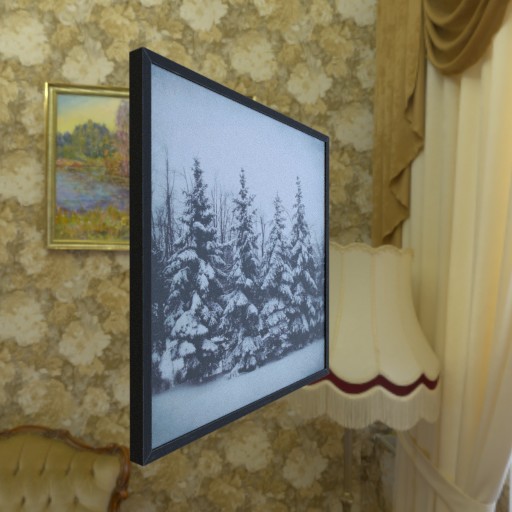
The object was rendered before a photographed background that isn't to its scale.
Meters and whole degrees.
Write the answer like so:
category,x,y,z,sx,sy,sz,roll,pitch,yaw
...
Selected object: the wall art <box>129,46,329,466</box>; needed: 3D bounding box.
category,x,y,z,sx,sy,sz,roll,pitch,yaw
wall art,0.000,0.000,1.123,0.037,0.761,0.761,0,0,35
